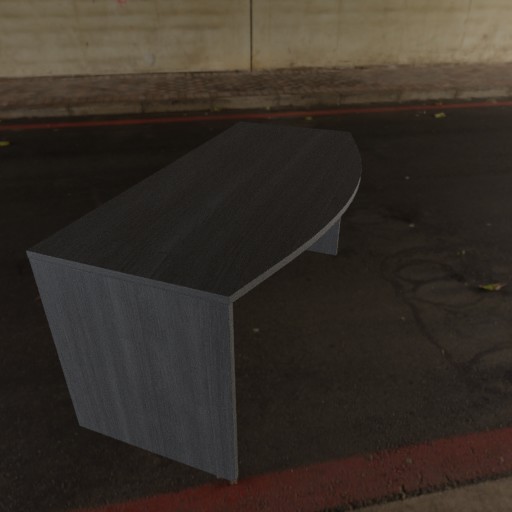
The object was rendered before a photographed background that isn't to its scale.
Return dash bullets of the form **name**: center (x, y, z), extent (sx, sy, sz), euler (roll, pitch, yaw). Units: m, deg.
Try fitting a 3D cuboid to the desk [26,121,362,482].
- **desk**: center (0.000, 0.000, 1.981), extent (0.802, 0.750, 1.600), euler (11, 32, 18)
